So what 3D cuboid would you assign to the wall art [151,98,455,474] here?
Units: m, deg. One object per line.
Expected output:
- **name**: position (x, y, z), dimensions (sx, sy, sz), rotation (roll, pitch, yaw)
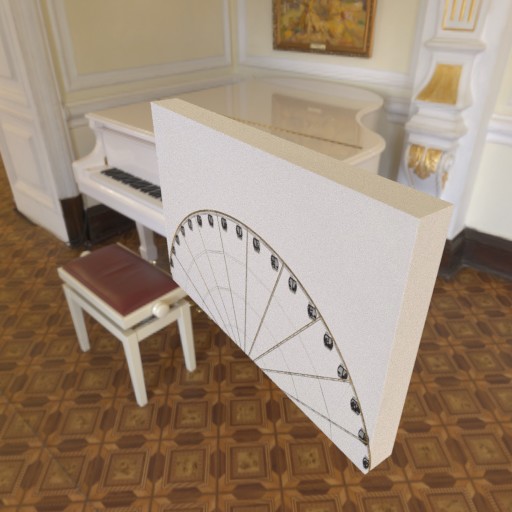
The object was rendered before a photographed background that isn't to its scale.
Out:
- **wall art**: position (0.000, 0.000, 0.471), dimensions (0.039, 0.254, 0.384), rotation (-20, 37, -29)
